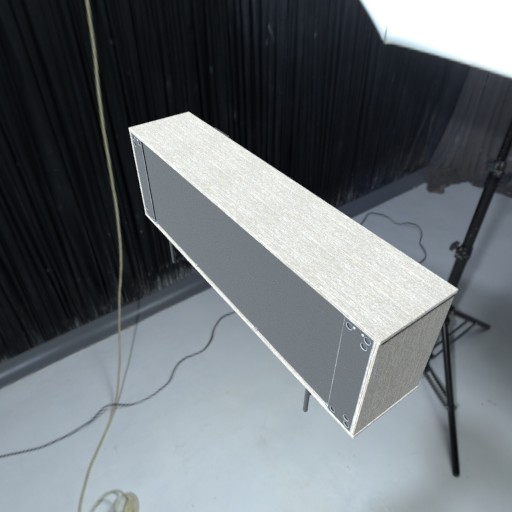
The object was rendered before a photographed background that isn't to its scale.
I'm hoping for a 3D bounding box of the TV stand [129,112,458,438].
[{"bbox_3d":[0.000,0.000,2.194,0.405,0.787,1.804,-25,46,-26],"label":"TV stand"}]
